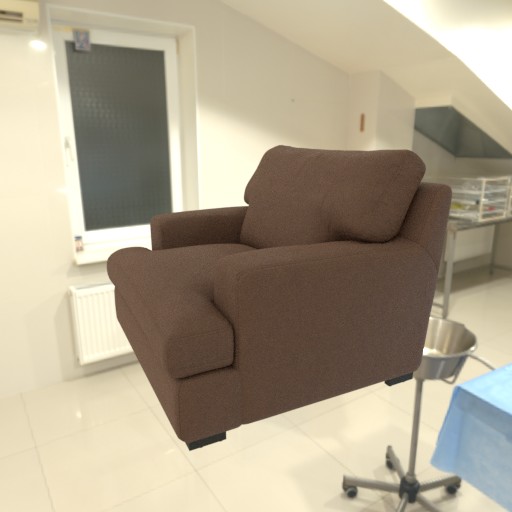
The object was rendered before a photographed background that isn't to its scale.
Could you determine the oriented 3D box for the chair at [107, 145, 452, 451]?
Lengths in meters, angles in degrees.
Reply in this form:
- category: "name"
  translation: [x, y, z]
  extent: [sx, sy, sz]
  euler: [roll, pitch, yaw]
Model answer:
- category: "chair"
  translation: [0.000, 0.000, 1.980]
  extent: [1.143, 0.940, 1.168]
  euler: [-8, 17, -26]
